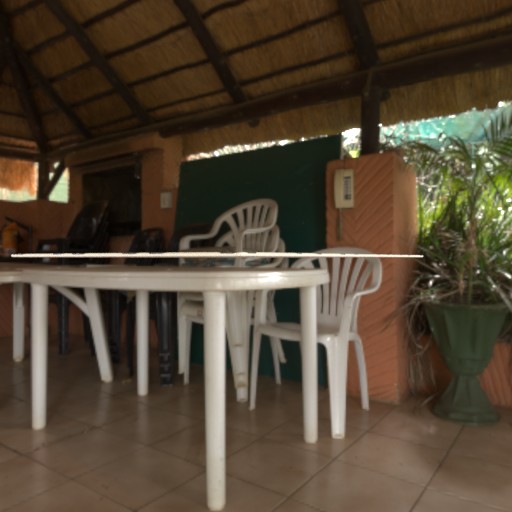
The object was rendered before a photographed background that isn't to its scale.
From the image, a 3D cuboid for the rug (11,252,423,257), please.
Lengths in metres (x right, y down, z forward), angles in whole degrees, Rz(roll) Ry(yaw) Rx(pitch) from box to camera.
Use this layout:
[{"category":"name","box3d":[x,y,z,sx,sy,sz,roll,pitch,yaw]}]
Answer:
[{"category":"rug","box3d":[0.000,0.000,2.882,1.521,0.017,2.365,0,0,34]}]
